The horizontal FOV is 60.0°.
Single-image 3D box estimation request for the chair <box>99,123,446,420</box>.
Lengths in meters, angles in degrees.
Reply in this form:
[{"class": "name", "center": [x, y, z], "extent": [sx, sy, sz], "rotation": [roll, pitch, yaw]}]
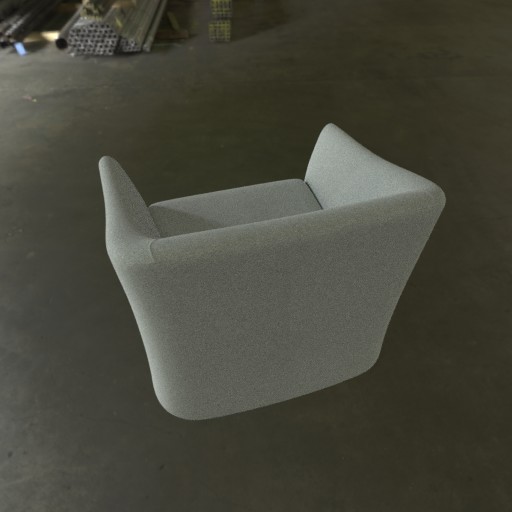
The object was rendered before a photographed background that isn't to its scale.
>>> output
[{"class": "chair", "center": [0.000, 0.000, 1.329], "extent": [0.790, 0.720, 0.700], "rotation": [-12, 43, -13]}]
